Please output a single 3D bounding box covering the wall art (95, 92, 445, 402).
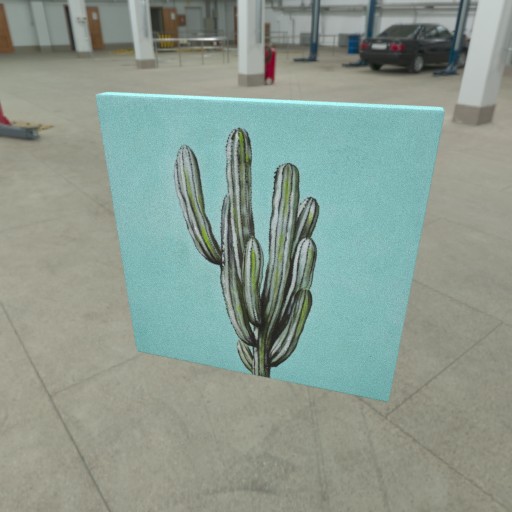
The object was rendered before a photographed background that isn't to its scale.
[{"bbox_3d":[0.000,0.000,1.140,0.765,0.766,0.054,8,29,14],"label":"wall art"}]
